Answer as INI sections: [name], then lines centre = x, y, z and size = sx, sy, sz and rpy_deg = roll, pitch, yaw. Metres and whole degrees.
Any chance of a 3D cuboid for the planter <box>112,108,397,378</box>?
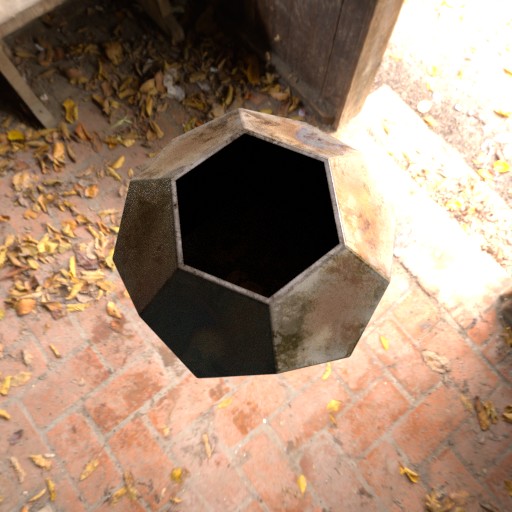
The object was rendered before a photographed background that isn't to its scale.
[planter]
centre = 0.000, 0.000, 0.424
size = 0.221, 0.238, 0.243
rpy_deg = 22, 76, 6
